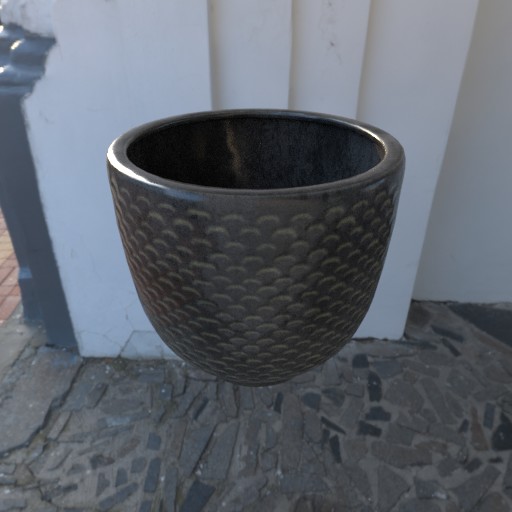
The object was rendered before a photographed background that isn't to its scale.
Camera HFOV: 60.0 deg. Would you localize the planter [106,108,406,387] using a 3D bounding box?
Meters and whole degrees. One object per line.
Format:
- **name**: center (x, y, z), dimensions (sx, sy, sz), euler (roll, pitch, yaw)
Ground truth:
- **planter**: center (0.000, 0.000, 0.302), dimensions (0.172, 0.160, 0.172), euler (0, 31, 0)
